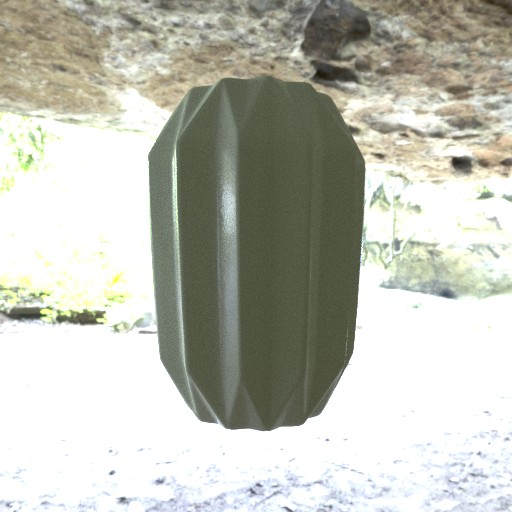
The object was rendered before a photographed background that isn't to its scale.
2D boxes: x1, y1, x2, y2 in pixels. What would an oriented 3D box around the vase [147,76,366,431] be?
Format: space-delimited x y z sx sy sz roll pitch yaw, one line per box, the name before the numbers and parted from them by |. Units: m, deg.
vase | 0.000 0.000 0.402 0.195 0.275 0.195 0 0 0
